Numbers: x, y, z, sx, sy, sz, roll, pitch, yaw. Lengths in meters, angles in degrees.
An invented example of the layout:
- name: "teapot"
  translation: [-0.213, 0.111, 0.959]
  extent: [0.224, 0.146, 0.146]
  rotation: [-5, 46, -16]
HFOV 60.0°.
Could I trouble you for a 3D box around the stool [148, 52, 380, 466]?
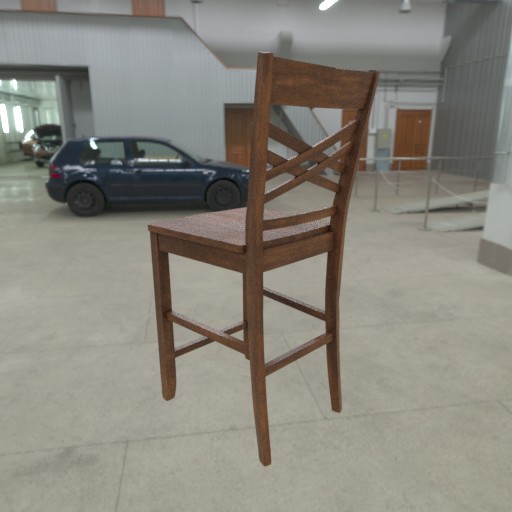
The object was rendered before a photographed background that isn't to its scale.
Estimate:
- name: "stool"
  translation: [0.000, 0.000, 1.390]
  extent: [0.462, 1.079, 0.539]
  rotation: [-15, 22, -43]
